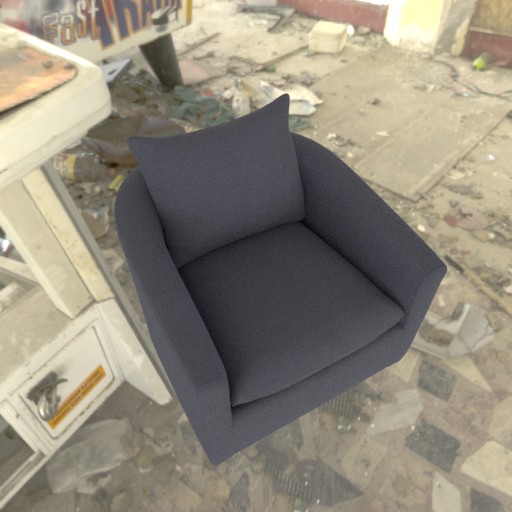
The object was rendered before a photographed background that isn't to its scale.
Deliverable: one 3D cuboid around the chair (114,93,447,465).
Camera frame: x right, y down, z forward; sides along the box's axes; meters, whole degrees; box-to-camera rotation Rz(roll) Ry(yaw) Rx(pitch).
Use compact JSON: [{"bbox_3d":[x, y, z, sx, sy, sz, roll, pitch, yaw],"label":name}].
[{"bbox_3d":[0.000,0.000,1.563,0.845,0.848,0.910,-22,49,-20],"label":"chair"}]
